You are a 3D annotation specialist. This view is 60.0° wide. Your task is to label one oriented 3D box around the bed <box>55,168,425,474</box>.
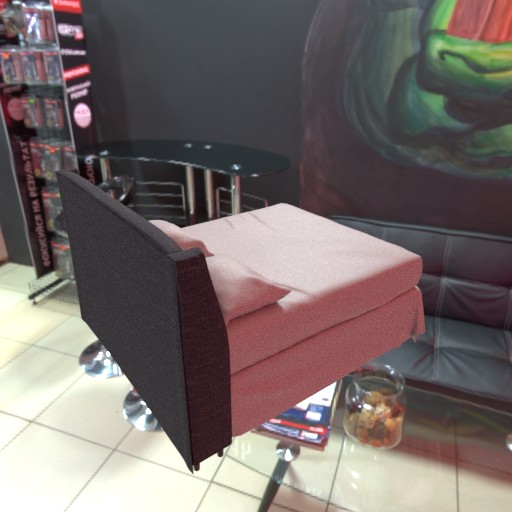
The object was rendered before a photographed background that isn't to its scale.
[{"bbox_3d":[0.000,0.000,3.411,2.276,1.332,1.925,-17,30,-33],"label":"bed"}]
